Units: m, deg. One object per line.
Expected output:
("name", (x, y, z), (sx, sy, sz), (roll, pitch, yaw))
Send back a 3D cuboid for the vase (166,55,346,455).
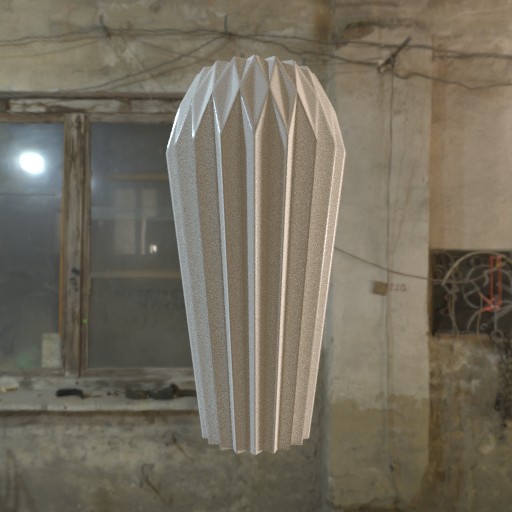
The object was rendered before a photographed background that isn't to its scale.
("vase", (0.000, 0.000, 0.333), (0.133, 0.263, 0.133), (0, 0, 0))
